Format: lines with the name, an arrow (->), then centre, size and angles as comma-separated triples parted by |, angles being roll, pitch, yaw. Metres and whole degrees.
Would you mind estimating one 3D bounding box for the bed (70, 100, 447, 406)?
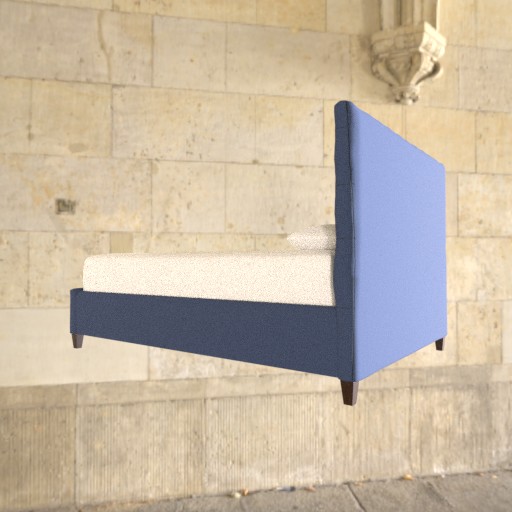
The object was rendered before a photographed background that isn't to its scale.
bed -> 0.000, 0.000, 3.413 | 2.387, 1.427, 1.706 | -1, -1, 37
